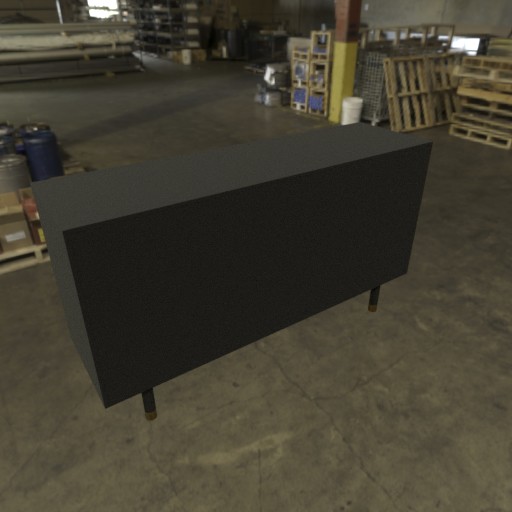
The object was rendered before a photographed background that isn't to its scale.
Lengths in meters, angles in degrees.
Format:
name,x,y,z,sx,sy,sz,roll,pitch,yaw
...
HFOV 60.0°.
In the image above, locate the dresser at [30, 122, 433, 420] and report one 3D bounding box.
name,x,y,z,sx,sy,sz,roll,pitch,yaw
dresser,0.000,0.000,1.939,1.558,0.872,0.463,-19,35,-29
